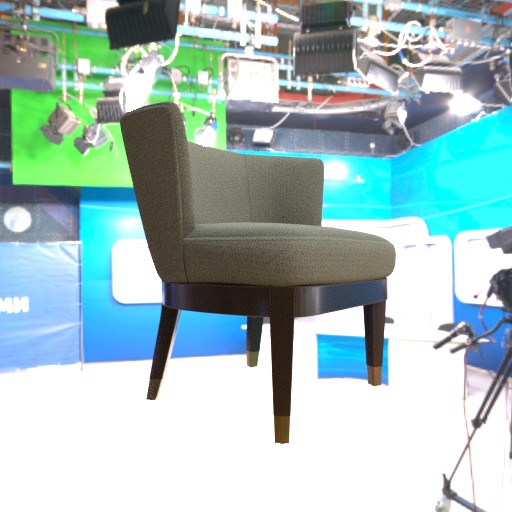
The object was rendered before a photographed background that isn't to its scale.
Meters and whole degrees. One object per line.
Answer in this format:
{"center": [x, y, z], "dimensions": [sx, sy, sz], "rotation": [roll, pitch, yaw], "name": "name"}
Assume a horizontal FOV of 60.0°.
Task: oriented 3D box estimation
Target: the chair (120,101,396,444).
{"center": [0.000, 0.000, 1.246], "dimensions": [0.660, 0.760, 0.700], "rotation": [0, -1, 36], "name": "chair"}
